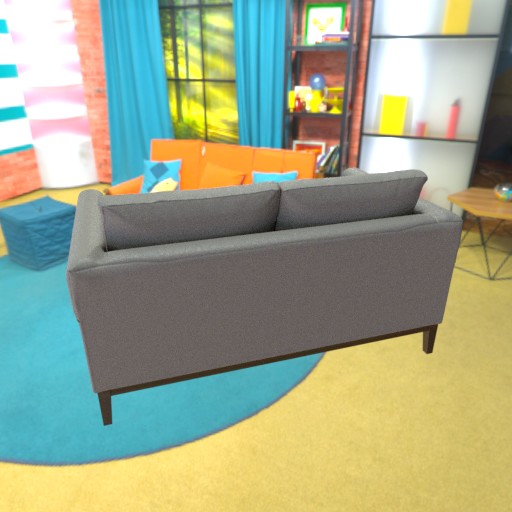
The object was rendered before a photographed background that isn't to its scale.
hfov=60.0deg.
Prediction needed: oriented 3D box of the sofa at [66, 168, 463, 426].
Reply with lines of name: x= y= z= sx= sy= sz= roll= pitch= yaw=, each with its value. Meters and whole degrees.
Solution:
sofa: x=0.000 y=0.000 z=2.136 sx=1.598 sy=0.873 sz=0.899 roll=-8 pitch=26 yaw=-16
